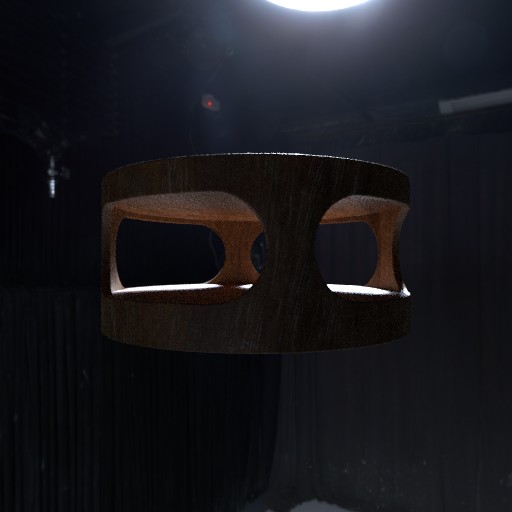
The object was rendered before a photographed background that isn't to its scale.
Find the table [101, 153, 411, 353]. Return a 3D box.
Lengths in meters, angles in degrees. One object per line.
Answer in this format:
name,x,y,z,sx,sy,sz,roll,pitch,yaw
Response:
table,0.000,0.000,1.481,0.974,0.450,0.974,0,-1,0
